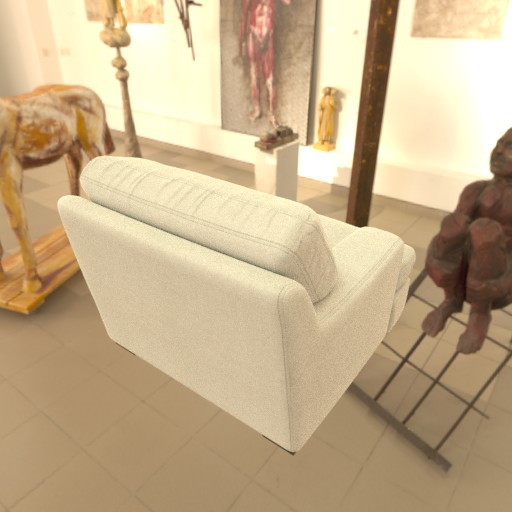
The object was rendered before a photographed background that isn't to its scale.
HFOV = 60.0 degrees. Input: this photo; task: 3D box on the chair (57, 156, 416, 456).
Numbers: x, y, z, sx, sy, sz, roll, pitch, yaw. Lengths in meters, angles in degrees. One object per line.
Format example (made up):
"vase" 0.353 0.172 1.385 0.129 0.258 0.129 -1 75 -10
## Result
"chair" 0.000 0.000 1.960 1.140 0.930 1.158 21 36 31
